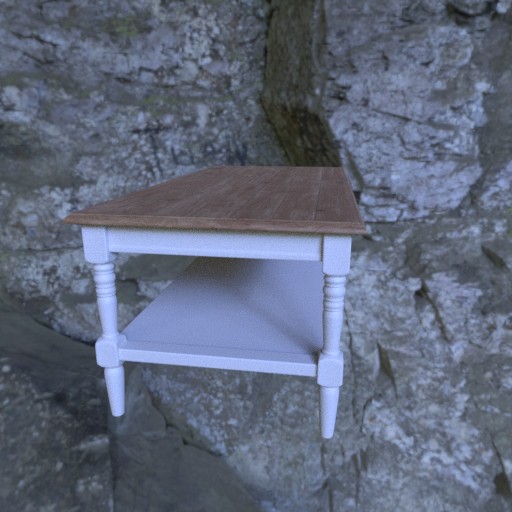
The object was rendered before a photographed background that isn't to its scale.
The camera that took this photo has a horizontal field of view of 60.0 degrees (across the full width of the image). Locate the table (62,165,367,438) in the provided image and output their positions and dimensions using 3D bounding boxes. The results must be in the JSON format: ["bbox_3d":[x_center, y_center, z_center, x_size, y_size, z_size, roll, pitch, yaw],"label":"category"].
[{"bbox_3d":[0.000,0.000,1.381,0.559,0.458,1.118,3,16,9],"label":"table"}]
